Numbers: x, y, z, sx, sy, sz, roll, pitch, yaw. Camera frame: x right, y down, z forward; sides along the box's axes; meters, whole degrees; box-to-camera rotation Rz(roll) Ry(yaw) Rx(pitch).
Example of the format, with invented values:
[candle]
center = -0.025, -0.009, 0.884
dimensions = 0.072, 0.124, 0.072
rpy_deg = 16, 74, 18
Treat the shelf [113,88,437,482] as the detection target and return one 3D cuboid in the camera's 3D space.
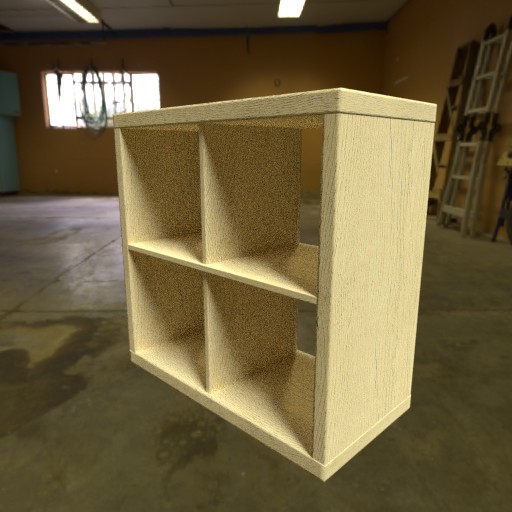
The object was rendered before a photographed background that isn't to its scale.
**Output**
[shelf]
center = 0.000, 0.000, 1.250
dimensions = 0.790, 0.786, 0.390
rpy_deg = 13, 18, 43
